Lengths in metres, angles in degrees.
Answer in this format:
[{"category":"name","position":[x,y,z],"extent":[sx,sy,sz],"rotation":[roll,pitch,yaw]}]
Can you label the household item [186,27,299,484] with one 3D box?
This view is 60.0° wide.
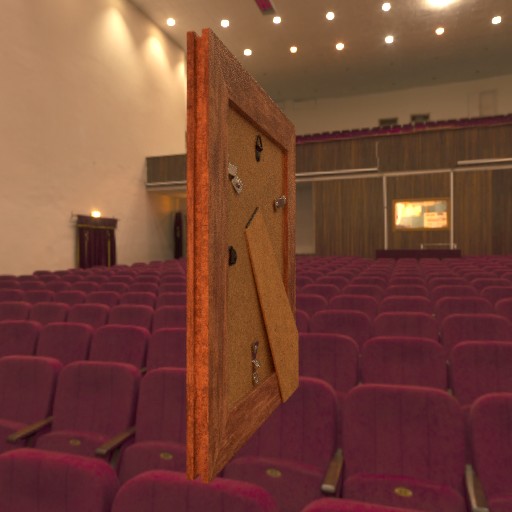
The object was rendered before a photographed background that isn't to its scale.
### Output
[{"category":"household item","position":[0.000,0.000,0.319],"extent":[0.018,0.237,0.186],"rotation":[0,0,19]}]
